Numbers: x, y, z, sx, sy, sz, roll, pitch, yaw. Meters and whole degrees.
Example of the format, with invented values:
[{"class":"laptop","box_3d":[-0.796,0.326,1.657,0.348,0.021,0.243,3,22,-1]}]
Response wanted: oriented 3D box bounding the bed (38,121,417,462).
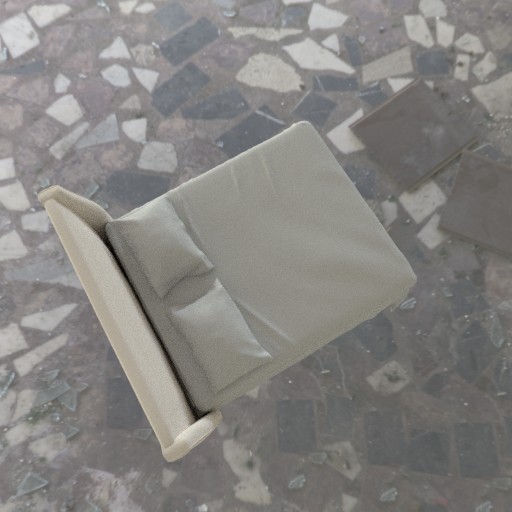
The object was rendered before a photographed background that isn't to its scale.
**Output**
[{"class":"bed","box_3d":[0.000,0.000,3.480,2.276,1.332,1.925,-29,77,-7]}]
